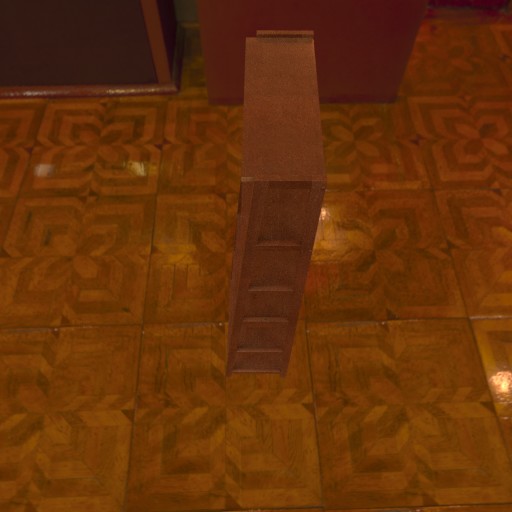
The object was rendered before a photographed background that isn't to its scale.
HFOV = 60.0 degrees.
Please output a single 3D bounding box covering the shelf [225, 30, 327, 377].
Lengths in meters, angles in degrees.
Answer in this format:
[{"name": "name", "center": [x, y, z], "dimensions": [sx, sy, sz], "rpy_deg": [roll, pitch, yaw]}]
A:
[{"name": "shelf", "center": [0.000, 0.000, 2.147], "dimensions": [0.382, 1.892, 0.660], "rpy_deg": [0, 59, 0]}]
